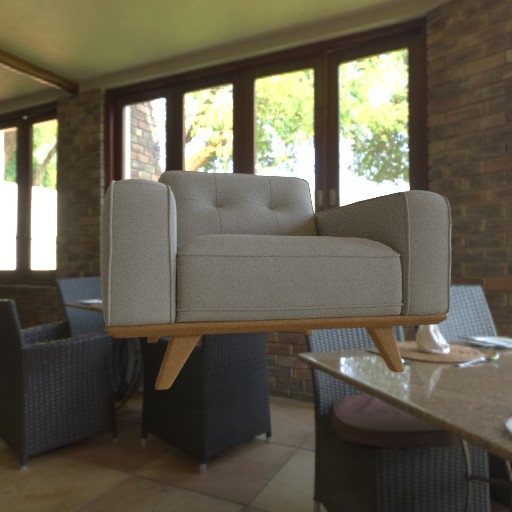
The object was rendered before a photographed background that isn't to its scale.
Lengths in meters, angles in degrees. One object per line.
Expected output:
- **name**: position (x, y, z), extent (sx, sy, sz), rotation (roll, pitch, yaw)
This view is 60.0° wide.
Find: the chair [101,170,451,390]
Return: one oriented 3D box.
- **chair**: position (0.000, 0.000, 1.752), extent (1.115, 0.779, 0.953), rotation (0, -1, -15)
